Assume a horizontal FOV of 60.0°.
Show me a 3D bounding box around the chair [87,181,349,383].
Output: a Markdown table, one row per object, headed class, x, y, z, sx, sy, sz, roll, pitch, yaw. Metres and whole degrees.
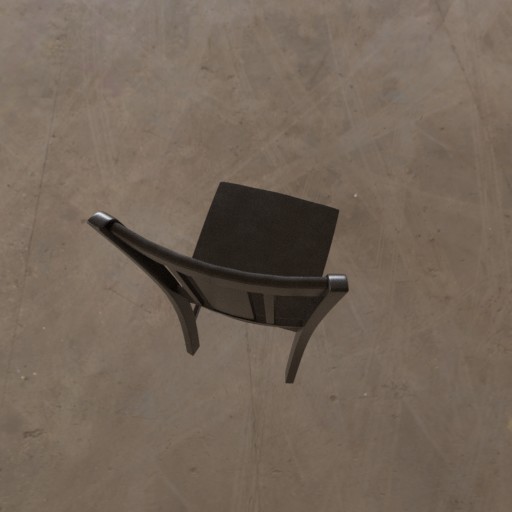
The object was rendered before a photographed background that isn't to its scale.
| class | x | y | z | sx | sy | sz | roll | pitch | yaw |
| --- | --- | --- | --- | --- | --- | --- | --- | --- | --- |
| chair | 0.000 | 0.000 | 1.275 | 0.450 | 0.998 | 0.555 | 15 | 65 | 7 |
